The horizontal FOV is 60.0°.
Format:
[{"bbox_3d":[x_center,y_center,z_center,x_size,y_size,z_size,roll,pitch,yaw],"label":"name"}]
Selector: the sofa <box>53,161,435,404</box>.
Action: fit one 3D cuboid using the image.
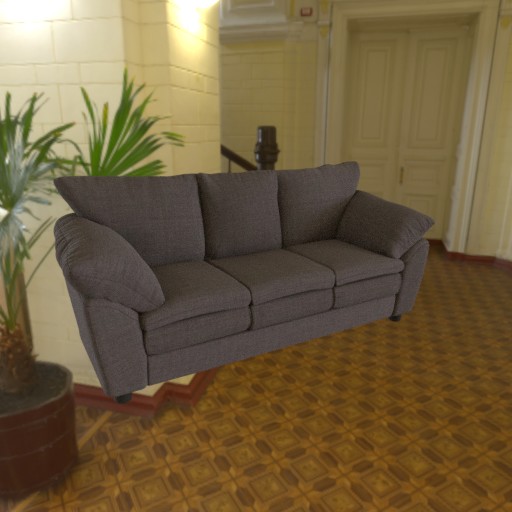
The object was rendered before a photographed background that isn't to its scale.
[{"bbox_3d":[0.000,0.000,2.826,2.336,1.080,0.883,-9,19,-29],"label":"sofa"}]
